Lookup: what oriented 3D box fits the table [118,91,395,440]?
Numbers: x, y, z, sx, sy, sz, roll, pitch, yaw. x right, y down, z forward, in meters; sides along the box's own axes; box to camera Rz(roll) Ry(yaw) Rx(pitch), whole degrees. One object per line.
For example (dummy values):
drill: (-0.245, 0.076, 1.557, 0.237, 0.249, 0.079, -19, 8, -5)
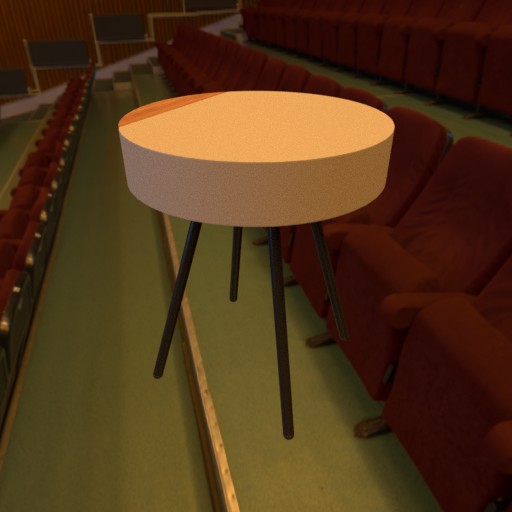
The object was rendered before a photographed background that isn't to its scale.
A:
table: (0.000, 0.000, 0.853, 0.450, 0.525, 0.450, 0, 31, 0)
